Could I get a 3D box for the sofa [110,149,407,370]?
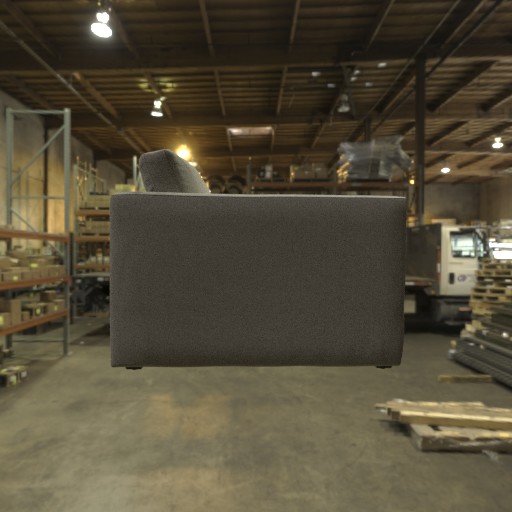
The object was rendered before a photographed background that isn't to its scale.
[{"bbox_3d":[0.000,0.000,2.535,1.091,0.839,1.905,0,0,-1],"label":"sofa"}]
